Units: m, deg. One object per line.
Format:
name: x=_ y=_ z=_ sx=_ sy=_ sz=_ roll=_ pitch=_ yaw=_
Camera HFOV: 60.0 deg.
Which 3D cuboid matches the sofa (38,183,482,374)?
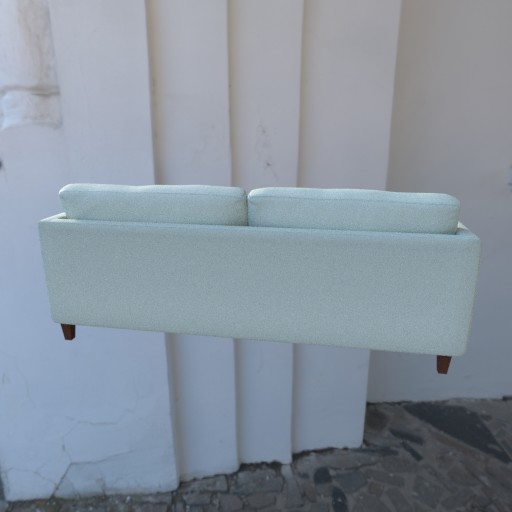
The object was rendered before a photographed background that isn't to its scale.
sofa: x=0.000 y=0.000 z=2.860 sx=2.434 sy=0.965 sz=0.948 roll=3 pitch=17 yaw=10
